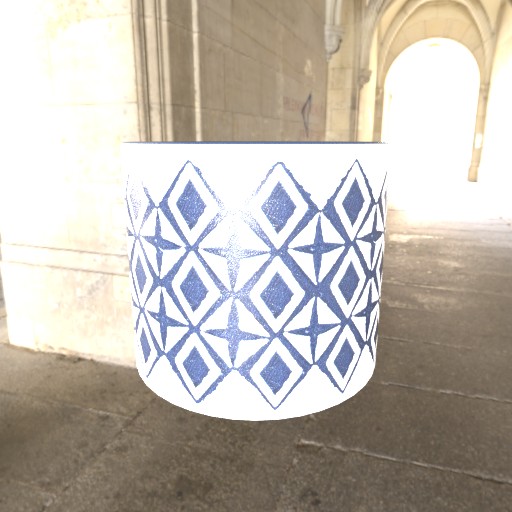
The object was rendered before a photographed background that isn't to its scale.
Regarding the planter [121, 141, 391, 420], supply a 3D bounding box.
[{"bbox_3d":[0.000,0.000,0.288,0.159,0.144,0.159,0,15,0],"label":"planter"}]
